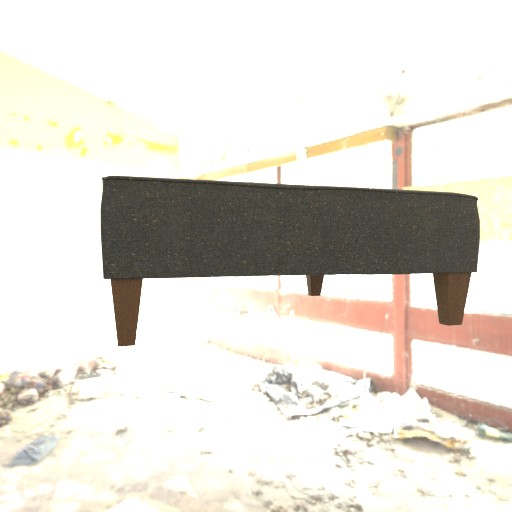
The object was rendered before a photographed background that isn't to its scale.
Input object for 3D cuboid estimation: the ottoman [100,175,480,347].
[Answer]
[{"bbox_3d":[0.000,0.000,1.527,1.004,0.382,0.968,0,1,-18],"label":"ottoman"}]
